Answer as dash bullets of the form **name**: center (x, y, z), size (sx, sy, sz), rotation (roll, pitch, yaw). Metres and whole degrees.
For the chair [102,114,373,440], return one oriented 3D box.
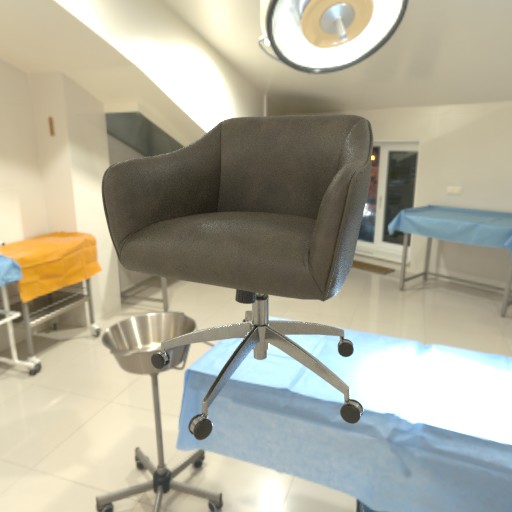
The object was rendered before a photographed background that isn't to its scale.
- **chair**: center (0.000, 0.000, 1.320), size (0.713, 0.827, 0.689), rotation (7, 16, 25)
